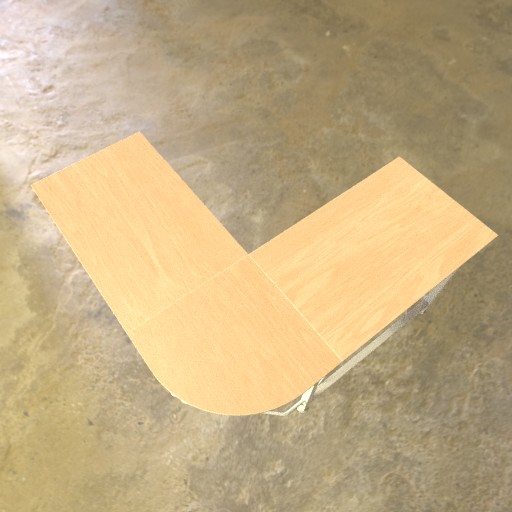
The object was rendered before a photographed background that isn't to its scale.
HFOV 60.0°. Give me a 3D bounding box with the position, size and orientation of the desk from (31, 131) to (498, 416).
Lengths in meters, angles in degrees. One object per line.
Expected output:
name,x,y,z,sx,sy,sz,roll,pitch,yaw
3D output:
desk,0.000,0.000,2.188,1.400,0.762,1.400,-33,64,-18
